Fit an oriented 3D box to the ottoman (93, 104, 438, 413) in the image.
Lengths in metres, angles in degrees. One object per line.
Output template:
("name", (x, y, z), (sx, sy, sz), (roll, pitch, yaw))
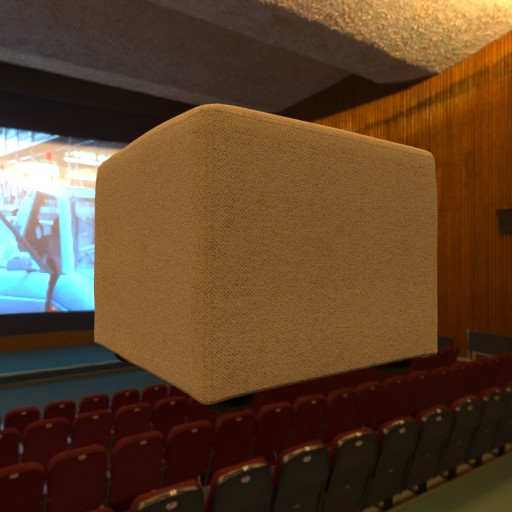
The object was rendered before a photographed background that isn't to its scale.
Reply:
("ottoman", (0.000, 0.000, 0.908), (0.521, 0.453, 0.512), (0, 0, -35))
